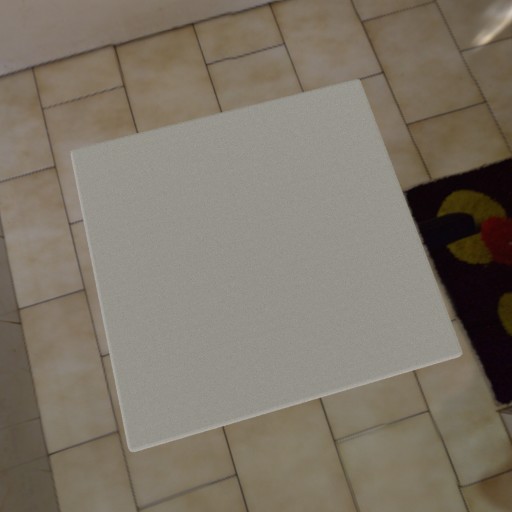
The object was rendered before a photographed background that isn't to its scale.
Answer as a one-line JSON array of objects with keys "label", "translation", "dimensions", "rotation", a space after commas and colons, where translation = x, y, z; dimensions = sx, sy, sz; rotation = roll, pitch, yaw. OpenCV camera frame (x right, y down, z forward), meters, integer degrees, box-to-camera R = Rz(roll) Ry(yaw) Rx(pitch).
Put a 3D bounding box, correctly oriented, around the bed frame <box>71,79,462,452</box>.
[{"label": "bed frame", "translation": [0.000, 0.000, 3.892], "dimensions": [2.635, 0.680, 2.526], "rotation": [-15, 77, -4]}]
